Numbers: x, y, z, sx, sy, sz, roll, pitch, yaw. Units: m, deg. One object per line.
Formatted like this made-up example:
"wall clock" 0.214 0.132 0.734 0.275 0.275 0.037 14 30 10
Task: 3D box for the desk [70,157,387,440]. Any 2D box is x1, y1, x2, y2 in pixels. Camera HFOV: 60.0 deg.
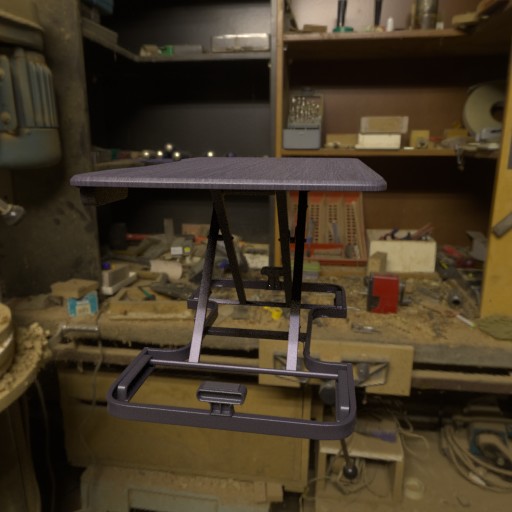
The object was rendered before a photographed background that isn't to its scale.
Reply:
"desk" 0.000 0.000 1.157 0.546 0.470 0.820 2 15 9
